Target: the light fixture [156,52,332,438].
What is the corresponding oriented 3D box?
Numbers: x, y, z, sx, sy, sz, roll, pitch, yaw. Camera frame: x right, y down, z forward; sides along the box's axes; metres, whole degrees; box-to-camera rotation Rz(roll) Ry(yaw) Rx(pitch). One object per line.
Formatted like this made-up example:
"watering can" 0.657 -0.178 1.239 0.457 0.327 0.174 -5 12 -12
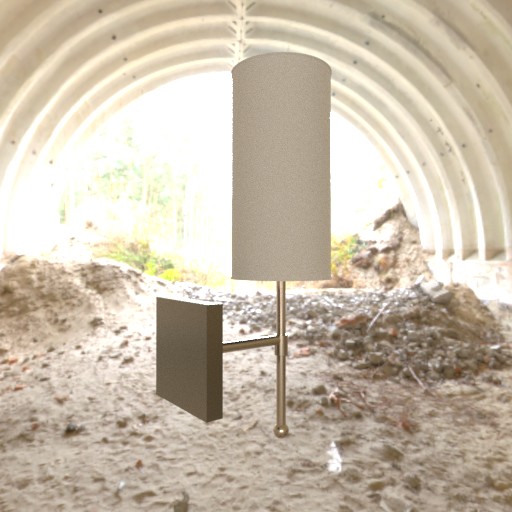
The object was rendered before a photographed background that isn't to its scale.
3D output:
"light fixture" 0.000 0.000 0.540 0.208 0.462 0.128 0 -1 -37
